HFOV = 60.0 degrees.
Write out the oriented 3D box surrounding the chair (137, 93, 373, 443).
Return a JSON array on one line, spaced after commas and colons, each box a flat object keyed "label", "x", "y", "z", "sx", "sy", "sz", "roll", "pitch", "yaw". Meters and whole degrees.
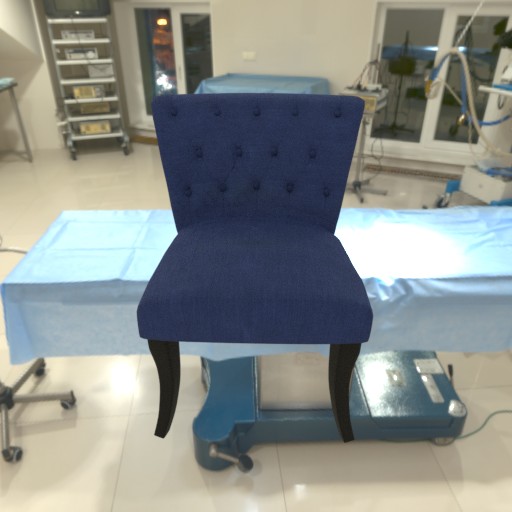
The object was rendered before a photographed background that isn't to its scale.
[{"label": "chair", "x": 0.000, "y": 0.000, "z": 1.201, "sx": 0.585, "sy": 0.753, "sz": 0.606, "roll": 1, "pitch": 30, "yaw": 1}]
